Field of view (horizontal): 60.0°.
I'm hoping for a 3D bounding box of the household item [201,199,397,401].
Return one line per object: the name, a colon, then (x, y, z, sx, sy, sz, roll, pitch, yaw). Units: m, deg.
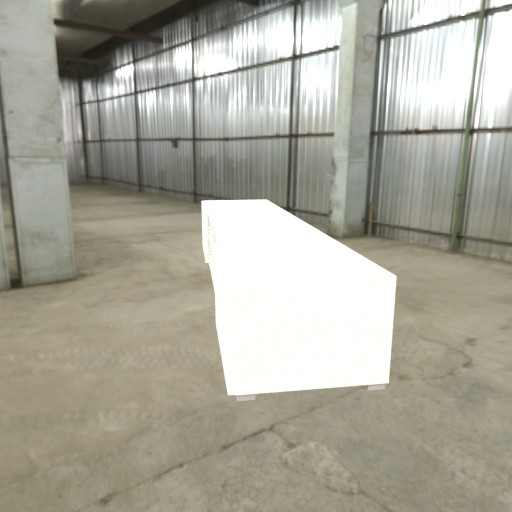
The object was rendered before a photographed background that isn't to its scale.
household item: (0.000, 0.000, 1.984, 0.420, 0.310, 1.850, -2, 13, -8)
